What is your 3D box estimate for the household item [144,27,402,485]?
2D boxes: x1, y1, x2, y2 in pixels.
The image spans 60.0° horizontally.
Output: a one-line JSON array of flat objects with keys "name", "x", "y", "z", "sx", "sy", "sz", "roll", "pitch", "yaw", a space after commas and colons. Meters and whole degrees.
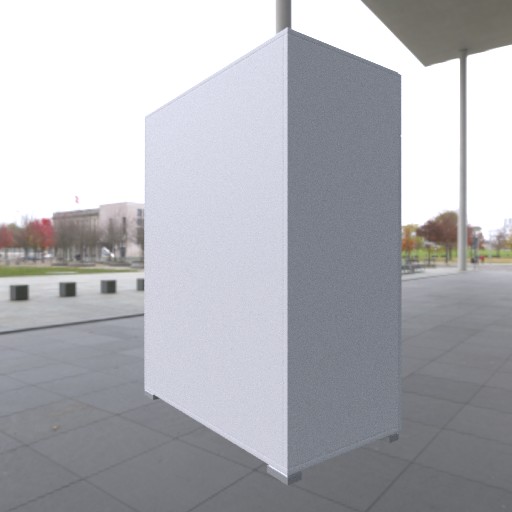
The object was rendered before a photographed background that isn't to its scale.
[{"name": "household item", "x": 0.000, "y": 0.000, "z": 1.418, "sx": 0.420, "sy": 1.010, "sz": 0.790, "roll": 0, "pitch": 0, "yaw": -37}]
